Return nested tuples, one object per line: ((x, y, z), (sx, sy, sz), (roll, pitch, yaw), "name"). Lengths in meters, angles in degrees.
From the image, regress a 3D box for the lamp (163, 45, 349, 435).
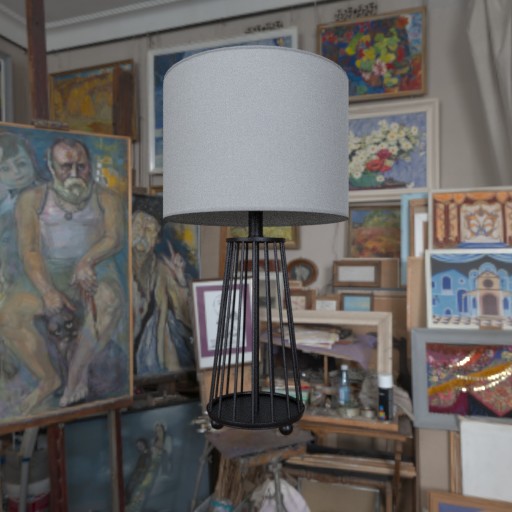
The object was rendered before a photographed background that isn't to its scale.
((0.000, 0.000, 0.784), (0.322, 0.593, 0.322), (0, 0, -20), "lamp")
